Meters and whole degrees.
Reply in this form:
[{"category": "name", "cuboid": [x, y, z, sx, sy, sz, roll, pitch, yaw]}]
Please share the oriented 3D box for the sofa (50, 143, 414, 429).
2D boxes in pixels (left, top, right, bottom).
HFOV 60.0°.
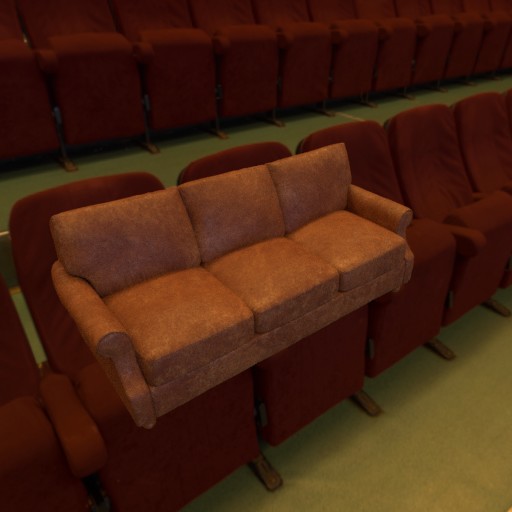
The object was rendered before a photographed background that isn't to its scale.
[{"category": "sofa", "cuboid": [0.000, 0.000, 2.875, 2.351, 0.977, 0.973, -21, 37, -31]}]
